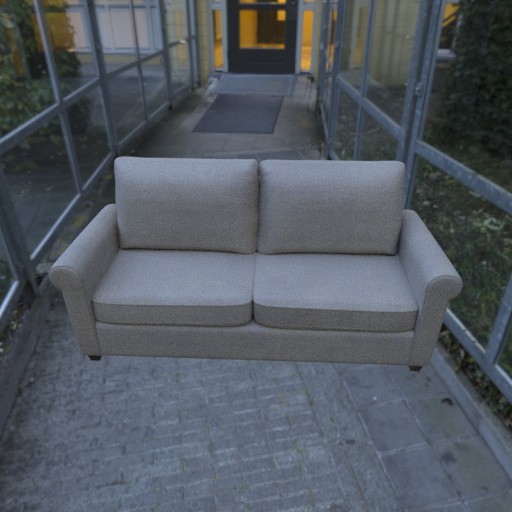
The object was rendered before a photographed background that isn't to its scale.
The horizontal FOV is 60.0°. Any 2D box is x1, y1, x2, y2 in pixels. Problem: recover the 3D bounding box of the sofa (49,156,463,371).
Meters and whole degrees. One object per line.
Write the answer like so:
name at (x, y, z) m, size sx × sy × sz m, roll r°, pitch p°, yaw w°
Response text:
sofa at (0.000, 0.000, 2.475) m, size 1.935 × 0.942 × 0.842 m, roll 1°, pitch 31°, yaw 2°
